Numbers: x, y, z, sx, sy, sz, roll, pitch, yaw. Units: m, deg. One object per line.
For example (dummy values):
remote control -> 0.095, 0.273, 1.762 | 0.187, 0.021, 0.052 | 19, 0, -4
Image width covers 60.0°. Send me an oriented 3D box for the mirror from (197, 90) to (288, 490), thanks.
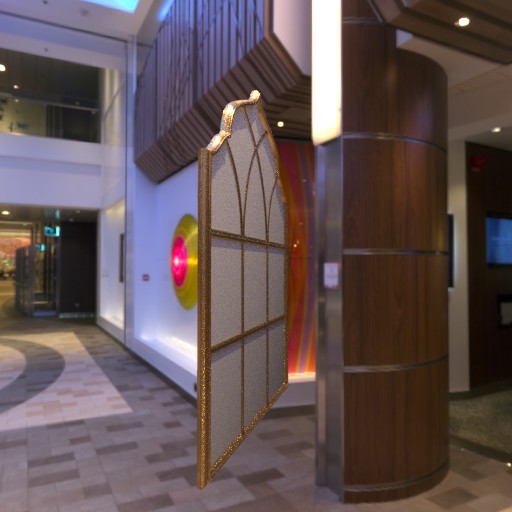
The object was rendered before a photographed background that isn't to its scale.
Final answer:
mirror -> 0.000, 0.000, 0.843 | 0.018, 0.635, 0.513 | 0, -1, 16
